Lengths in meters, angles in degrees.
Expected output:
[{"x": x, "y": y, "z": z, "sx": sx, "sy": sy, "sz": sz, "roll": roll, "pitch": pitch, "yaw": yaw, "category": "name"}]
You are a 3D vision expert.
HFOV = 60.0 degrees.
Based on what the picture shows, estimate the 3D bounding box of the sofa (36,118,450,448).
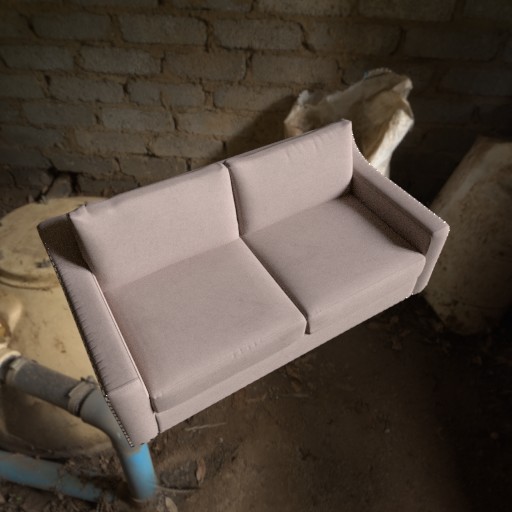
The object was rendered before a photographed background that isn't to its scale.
[{"x": 0.000, "y": 0.000, "z": 2.477, "sx": 1.967, "sy": 0.901, "sz": 1.030, "roll": -24, "pitch": 51, "yaw": -21, "category": "sofa"}]
